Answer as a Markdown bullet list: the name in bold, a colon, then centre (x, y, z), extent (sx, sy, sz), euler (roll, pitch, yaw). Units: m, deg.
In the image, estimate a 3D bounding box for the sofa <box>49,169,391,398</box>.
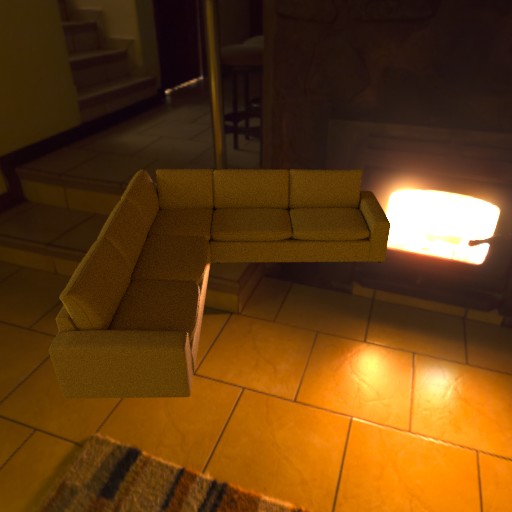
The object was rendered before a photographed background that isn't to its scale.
- **sofa**: centre (0.000, 0.000, 4.060), extent (2.742, 0.800, 2.622), euler (0, 31, -1)
